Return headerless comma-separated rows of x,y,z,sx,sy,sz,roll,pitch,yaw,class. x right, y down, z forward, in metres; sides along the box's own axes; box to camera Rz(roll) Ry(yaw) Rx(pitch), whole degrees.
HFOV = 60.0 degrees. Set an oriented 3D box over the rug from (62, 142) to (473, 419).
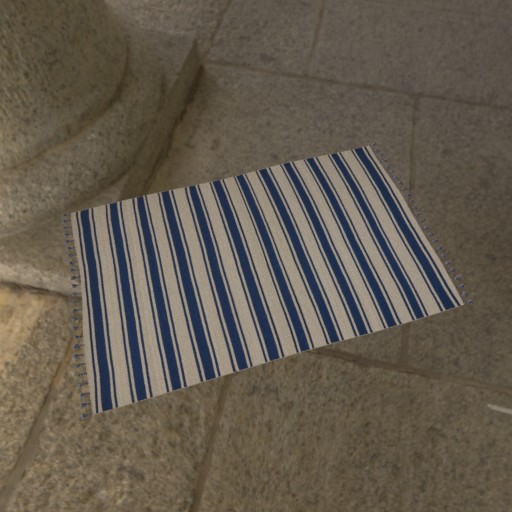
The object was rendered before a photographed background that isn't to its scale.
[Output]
0.000,0.000,2.543,2.108,0.009,1.248,-14,60,-8,rug
